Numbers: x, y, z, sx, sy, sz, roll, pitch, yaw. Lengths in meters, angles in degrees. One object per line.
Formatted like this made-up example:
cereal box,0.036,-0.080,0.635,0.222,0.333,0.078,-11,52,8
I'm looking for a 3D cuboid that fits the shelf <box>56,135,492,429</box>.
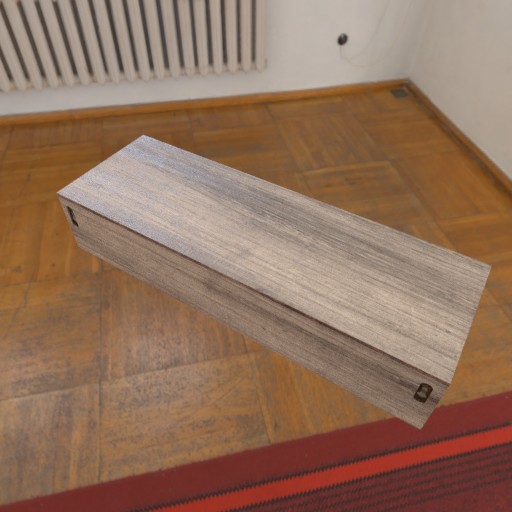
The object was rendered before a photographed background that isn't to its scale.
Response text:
shelf,0.000,0.000,0.683,0.610,0.125,0.200,24,51,21
